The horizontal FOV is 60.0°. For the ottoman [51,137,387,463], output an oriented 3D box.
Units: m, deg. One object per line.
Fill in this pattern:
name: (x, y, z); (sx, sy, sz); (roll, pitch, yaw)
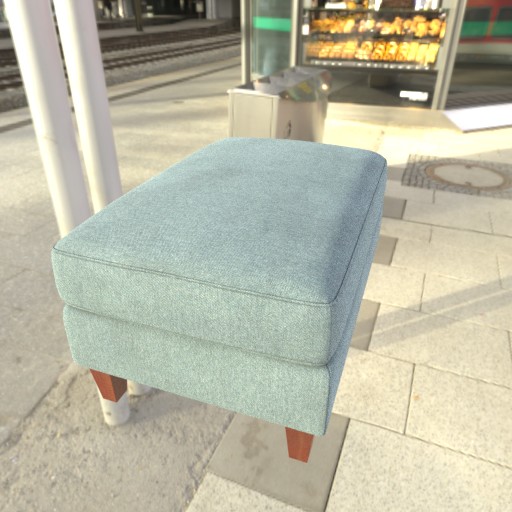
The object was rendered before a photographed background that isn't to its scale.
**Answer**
ottoman: (0.000, 0.000, 1.193); (0.584, 0.483, 0.864); (10, 31, 17)
